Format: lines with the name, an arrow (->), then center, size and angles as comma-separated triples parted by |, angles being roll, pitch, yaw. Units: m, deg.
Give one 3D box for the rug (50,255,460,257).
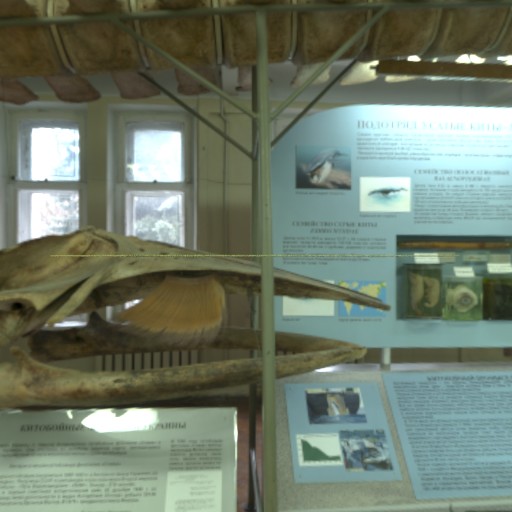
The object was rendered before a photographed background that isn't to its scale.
rug -> 0.000, 0.000, 2.968 | 2.297, 0.007, 1.529 | 0, 0, -35
